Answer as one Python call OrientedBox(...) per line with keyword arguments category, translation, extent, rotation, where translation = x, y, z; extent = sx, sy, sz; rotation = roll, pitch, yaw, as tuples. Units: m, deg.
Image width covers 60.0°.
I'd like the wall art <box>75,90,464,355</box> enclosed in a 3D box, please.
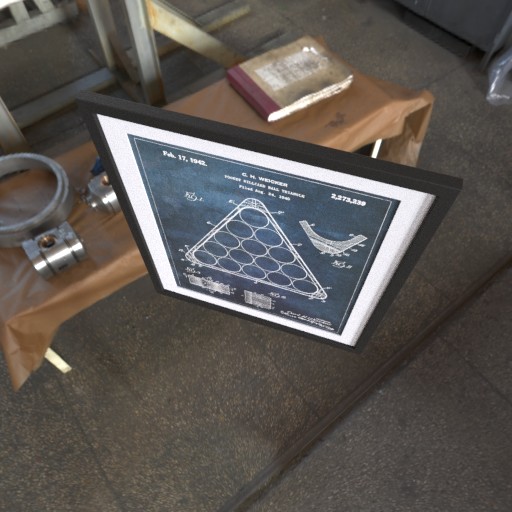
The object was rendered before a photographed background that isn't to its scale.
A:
OrientedBox(category="wall art", translation=(0.000, 0.000, 1.198), extent=(0.755, 0.863, 0.028), rotation=(16, 60, 9))
